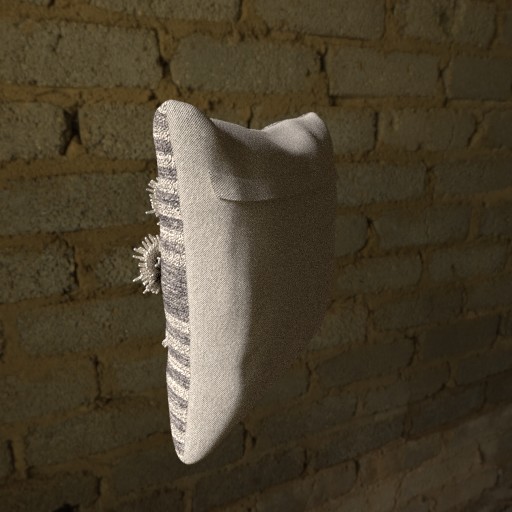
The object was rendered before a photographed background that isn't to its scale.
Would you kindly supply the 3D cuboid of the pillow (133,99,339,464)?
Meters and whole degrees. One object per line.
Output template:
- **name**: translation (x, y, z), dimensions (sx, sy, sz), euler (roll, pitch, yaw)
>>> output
- **pillow**: translation (0.000, 0.000, 0.768), dimensions (0.234, 0.490, 0.484), euler (8, 17, 26)
